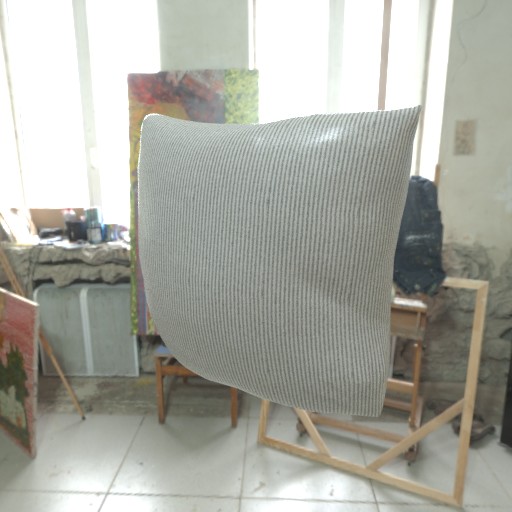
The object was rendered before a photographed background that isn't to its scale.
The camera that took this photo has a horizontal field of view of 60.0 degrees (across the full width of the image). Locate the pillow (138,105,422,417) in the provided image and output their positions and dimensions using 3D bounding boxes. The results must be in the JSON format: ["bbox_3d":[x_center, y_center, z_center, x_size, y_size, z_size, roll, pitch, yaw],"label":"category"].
[{"bbox_3d":[0.000,0.000,0.682,0.310,0.432,0.387,-7,15,-26],"label":"pillow"}]
